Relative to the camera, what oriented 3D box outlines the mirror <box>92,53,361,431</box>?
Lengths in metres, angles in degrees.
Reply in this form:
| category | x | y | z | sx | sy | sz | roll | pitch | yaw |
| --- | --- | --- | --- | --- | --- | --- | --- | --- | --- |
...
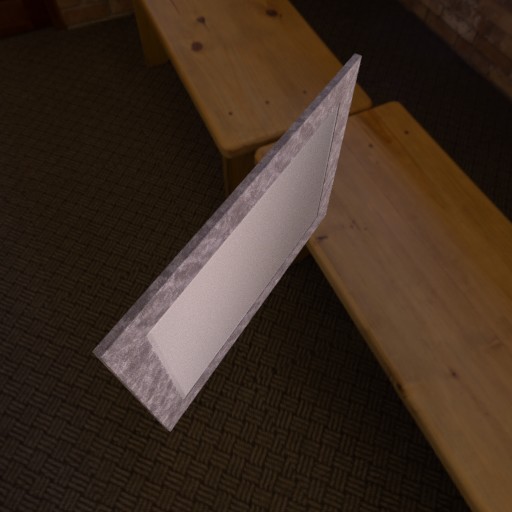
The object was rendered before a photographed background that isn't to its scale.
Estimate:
| category | x | y | z | sx | sy | sz | roll | pitch | yaw |
| --- | --- | --- | --- | --- | --- | --- | --- | --- | --- |
| mirror | 0.000 | 0.000 | 1.421 | 0.022 | 0.795 | 1.101 | 30 | 63 | 17 |
